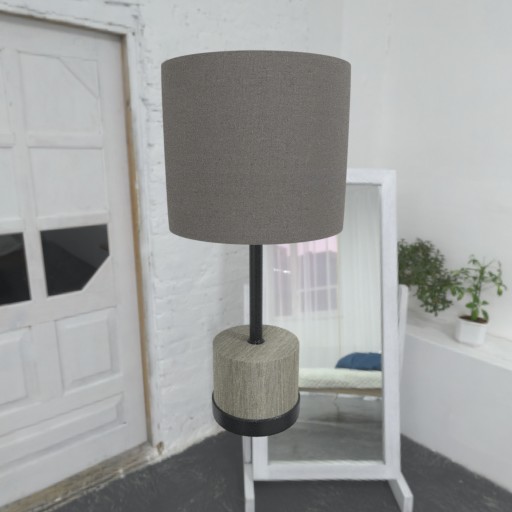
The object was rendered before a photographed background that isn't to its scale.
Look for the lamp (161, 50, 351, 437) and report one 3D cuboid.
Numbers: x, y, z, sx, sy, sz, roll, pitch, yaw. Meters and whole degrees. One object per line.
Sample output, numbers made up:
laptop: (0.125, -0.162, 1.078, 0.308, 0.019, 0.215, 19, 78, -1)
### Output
lamp: (0.000, 0.000, 0.598, 0.229, 0.470, 0.229, 7, 16, 25)
